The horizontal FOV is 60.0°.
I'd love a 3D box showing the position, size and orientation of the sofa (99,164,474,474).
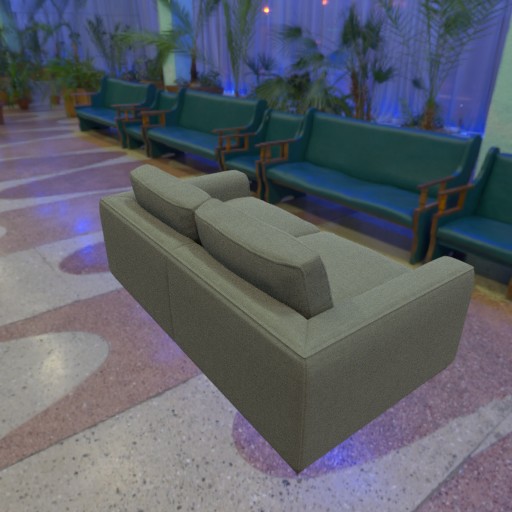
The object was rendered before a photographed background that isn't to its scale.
[{"bbox_3d":[0.000,0.000,2.416,1.069,0.800,1.920,-19,33,-32],"label":"sofa"}]
